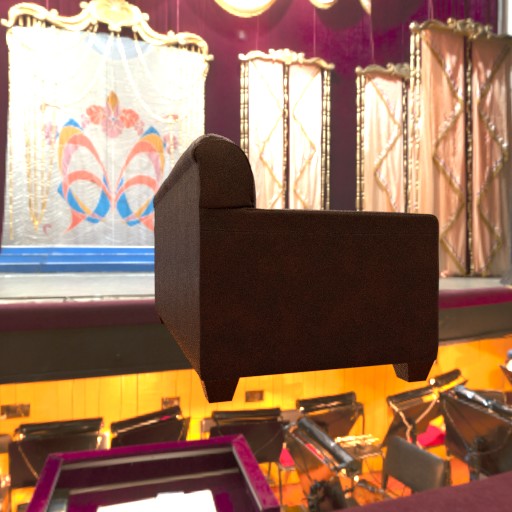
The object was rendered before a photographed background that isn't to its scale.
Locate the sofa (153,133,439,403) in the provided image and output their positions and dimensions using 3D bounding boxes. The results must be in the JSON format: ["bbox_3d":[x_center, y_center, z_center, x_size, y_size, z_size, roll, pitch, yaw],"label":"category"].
[{"bbox_3d":[0.000,0.000,2.461,1.000,0.966,1.856,0,1,-17],"label":"sofa"}]
